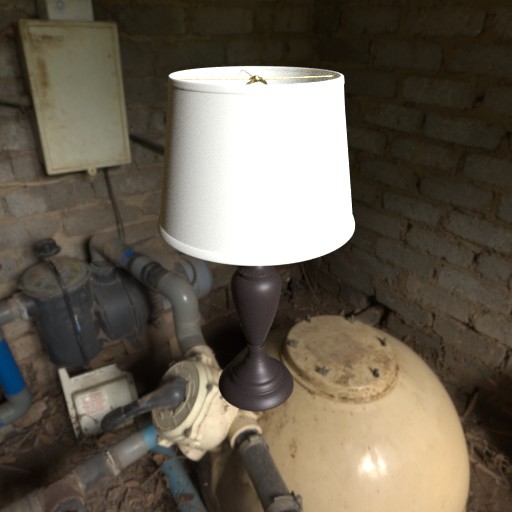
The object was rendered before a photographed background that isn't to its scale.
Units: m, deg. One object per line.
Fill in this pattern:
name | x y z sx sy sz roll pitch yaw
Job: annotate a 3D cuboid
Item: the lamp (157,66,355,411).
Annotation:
lamp | 0.000 0.000 0.801 0.335 0.611 0.335 0 28 0
